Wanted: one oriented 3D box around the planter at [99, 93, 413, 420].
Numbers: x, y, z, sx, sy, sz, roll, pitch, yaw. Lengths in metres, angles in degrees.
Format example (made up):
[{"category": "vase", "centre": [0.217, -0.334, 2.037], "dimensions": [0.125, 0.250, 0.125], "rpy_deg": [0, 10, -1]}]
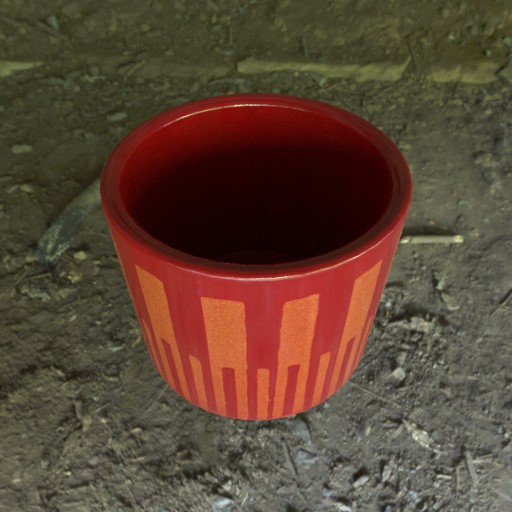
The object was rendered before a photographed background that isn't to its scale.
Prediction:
[{"category": "planter", "centre": [0.000, 0.000, 0.404], "dimensions": [0.230, 0.202, 0.230], "rpy_deg": [0, 46, 0]}]
